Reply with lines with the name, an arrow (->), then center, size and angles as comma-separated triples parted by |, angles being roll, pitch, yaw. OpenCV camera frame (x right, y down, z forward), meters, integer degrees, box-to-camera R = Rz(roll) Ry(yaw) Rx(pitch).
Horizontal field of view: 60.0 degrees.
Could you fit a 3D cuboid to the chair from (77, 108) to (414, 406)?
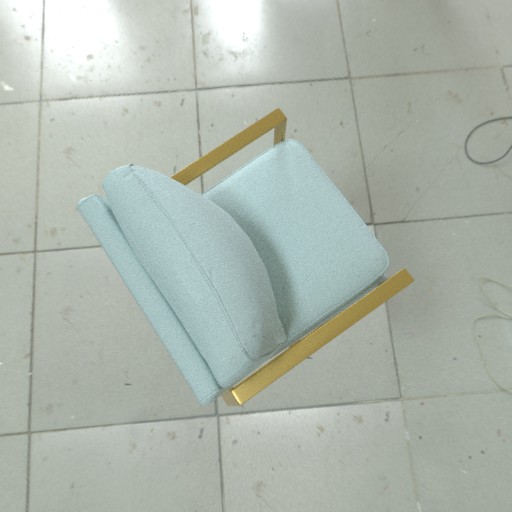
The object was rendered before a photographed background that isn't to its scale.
chair -> 0.000, 0.000, 1.554 | 0.813, 0.956, 0.758 | -34, 79, -8
